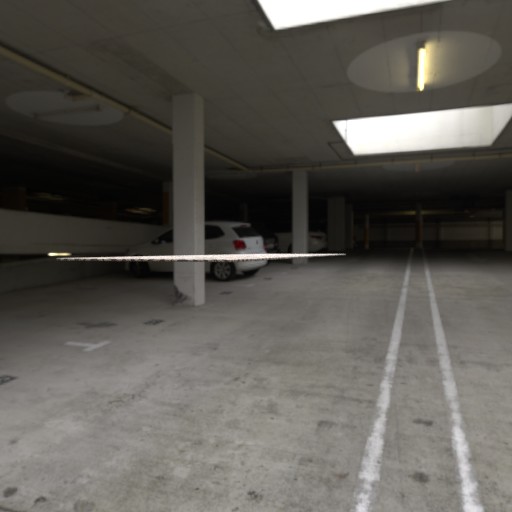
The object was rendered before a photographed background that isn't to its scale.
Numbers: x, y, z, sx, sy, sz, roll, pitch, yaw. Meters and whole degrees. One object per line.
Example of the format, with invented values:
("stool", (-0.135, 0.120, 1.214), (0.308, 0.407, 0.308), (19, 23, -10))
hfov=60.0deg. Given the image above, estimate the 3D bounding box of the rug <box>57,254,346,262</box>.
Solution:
("rug", (0.000, 0.000, 2.498), (0.676, 0.008, 2.277), (0, 1, 20))
